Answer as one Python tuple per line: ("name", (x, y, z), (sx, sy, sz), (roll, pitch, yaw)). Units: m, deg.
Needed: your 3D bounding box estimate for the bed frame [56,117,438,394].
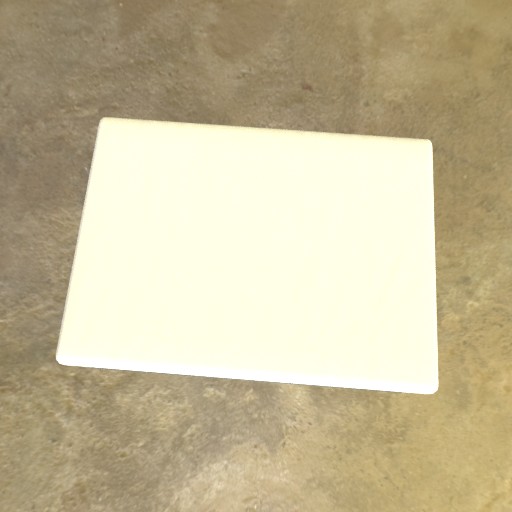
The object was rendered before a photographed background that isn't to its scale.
("bed frame", (0.000, 0.000, 2.588), (1.900, 0.561, 1.400), (4, 75, 1))
